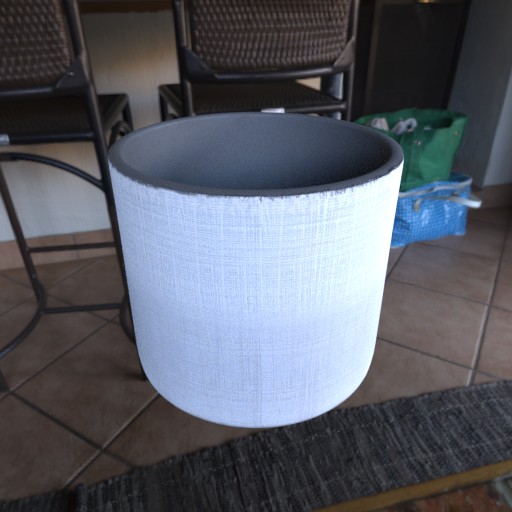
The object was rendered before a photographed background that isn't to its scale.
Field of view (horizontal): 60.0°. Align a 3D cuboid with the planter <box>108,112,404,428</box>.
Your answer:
[{"bbox_3d":[0.000,0.000,0.386,0.221,0.201,0.221,0,30,0],"label":"planter"}]
